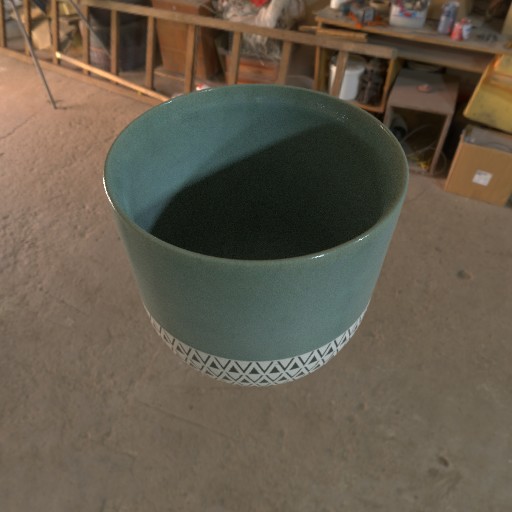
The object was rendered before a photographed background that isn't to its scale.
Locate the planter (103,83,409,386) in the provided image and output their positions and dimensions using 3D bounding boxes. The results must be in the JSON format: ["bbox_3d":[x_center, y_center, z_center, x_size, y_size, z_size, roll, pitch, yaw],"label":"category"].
[{"bbox_3d":[0.000,0.000,0.492,0.266,0.270,0.266,0,47,0],"label":"planter"}]
